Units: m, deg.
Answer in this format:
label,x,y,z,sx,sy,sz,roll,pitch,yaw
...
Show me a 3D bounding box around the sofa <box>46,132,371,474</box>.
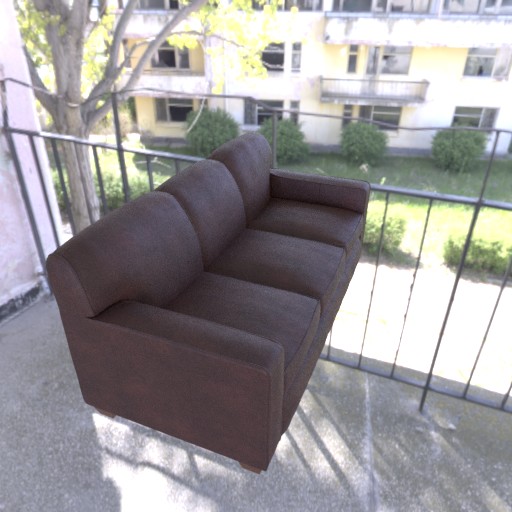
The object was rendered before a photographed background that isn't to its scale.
label,x,y,z,sx,sy,sz,roll,pitch,yaw
sofa,0.000,0.000,2.568,1.008,0.953,2.039,12,32,19
